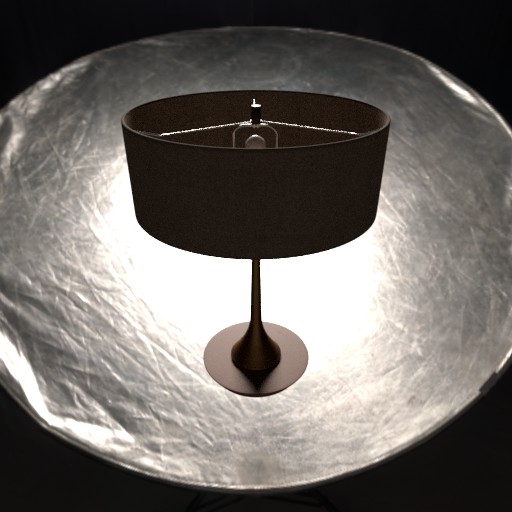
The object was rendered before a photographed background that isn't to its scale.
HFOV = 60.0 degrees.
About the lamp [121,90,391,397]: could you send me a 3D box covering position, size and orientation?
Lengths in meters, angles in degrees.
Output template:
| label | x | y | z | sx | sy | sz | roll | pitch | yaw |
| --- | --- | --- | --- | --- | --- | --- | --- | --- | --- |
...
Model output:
| label | x | y | z | sx | sy | sz | roll | pitch | yaw |
| --- | --- | --- | --- | --- | --- | --- | --- | --- | --- |
| lamp | 0.000 | 0.000 | 0.840 | 0.417 | 0.551 | 0.396 | -1 | 30 | -2 |
